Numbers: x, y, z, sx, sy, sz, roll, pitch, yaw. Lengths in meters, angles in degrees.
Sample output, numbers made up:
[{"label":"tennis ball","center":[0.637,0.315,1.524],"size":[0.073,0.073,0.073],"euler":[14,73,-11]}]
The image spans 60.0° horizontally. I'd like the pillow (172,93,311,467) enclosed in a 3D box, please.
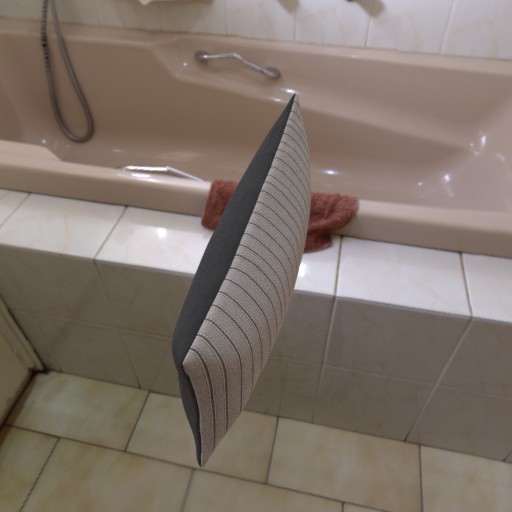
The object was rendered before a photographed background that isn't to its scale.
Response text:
[{"label":"pillow","center":[0.000,0.000,0.755],"size":[0.151,0.305,0.609],"euler":[10,46,10]}]
